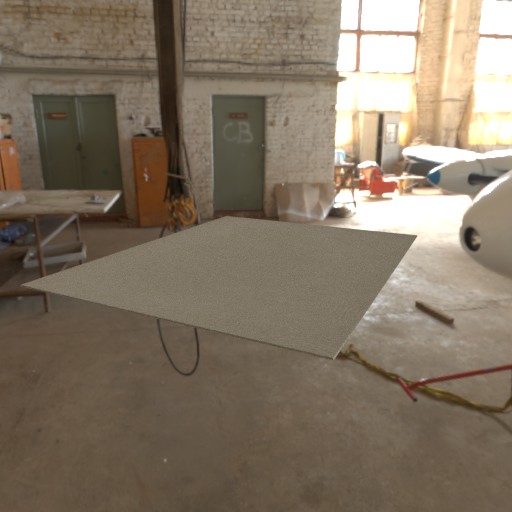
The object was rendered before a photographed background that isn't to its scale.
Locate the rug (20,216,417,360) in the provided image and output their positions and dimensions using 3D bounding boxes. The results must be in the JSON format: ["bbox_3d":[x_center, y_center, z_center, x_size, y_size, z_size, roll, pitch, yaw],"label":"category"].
[{"bbox_3d":[0.000,0.000,3.484,2.073,0.011,2.584,8,18,26],"label":"rug"}]
